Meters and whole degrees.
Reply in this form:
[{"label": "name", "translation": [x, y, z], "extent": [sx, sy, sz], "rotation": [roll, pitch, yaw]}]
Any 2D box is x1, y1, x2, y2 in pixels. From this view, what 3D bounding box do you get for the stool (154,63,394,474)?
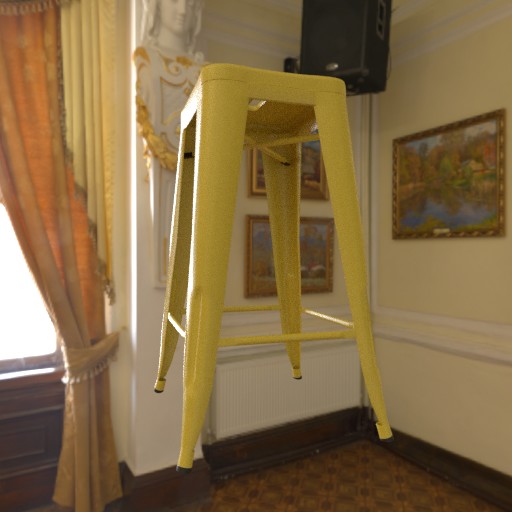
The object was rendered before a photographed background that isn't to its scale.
[{"label": "stool", "translation": [0.000, 0.000, 0.857], "extent": [0.359, 0.609, 0.399], "rotation": [0, 1, -18]}]
